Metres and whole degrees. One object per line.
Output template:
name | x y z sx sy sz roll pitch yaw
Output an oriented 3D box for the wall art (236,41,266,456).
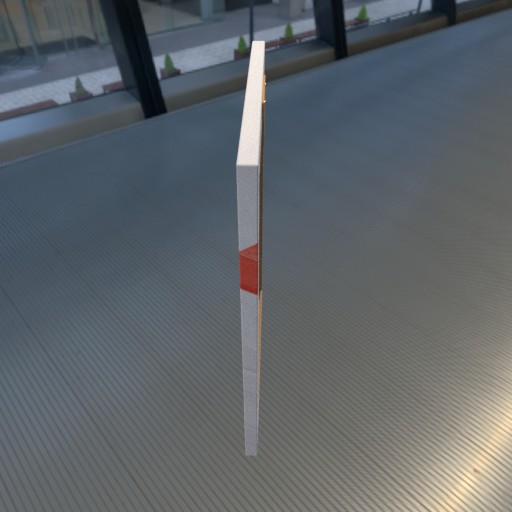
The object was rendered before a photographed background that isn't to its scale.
wall art | 0.000 0.000 1.114 0.036 0.848 0.613 1 40 1
